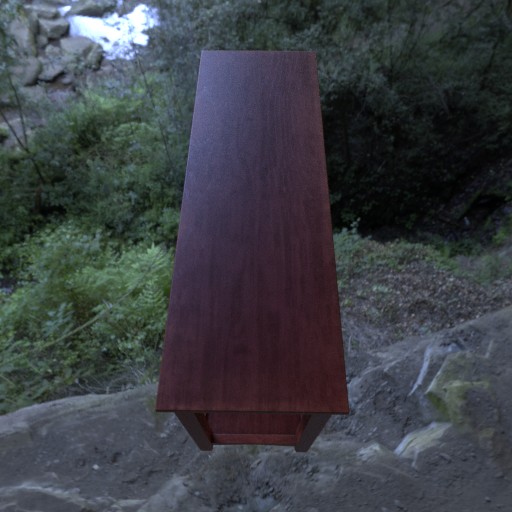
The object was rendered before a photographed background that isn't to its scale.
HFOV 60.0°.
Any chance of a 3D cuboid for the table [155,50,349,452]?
[{"bbox_3d":[0.000,0.000,1.511,0.392,0.739,1.188,1,58,0],"label":"table"}]
